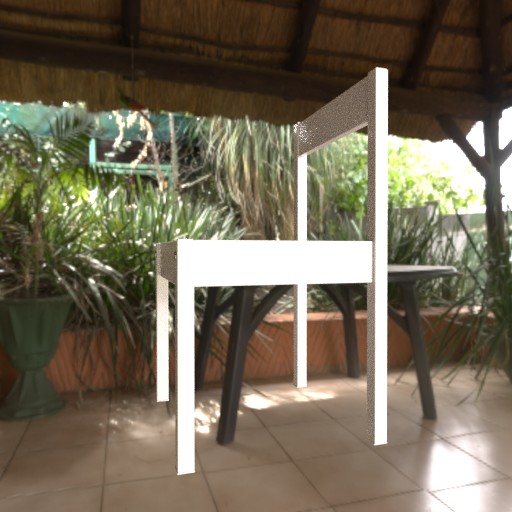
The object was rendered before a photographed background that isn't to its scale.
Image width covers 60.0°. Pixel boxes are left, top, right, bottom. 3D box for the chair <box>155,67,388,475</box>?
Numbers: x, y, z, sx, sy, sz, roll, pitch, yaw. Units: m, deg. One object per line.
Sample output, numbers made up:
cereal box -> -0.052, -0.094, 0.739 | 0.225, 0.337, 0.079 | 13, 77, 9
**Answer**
chair -> 0.000, 0.000, 0.689 | 0.285, 0.505, 0.285 | 0, 1, -18
